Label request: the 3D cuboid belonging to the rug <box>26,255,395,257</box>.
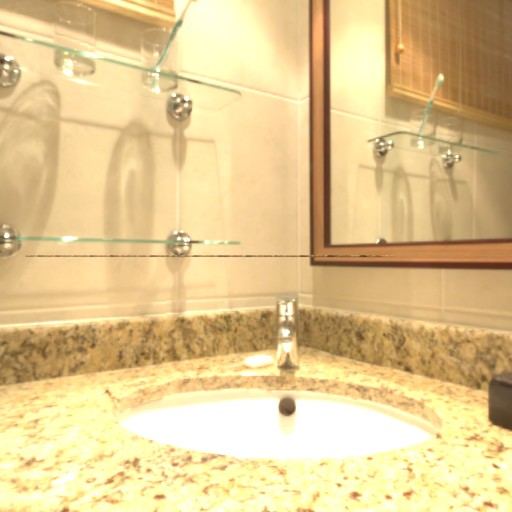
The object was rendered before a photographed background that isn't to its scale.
[{"bbox_3d":[0.000,0.000,4.197,2.439,0.010,3.048,0,0,19],"label":"rug"}]
